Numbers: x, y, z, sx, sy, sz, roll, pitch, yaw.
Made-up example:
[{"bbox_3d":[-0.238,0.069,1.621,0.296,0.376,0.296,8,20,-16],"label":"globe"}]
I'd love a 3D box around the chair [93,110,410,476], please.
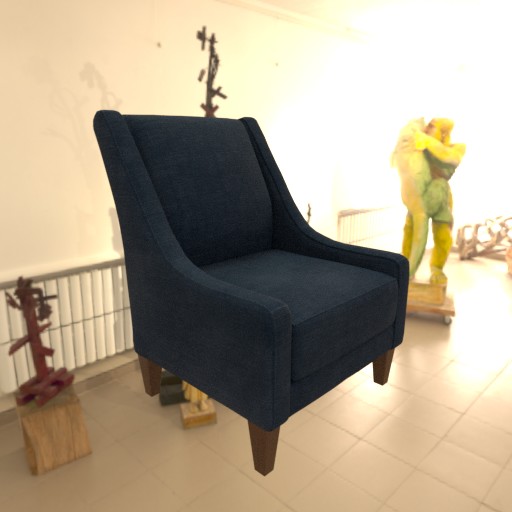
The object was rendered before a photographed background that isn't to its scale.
[{"bbox_3d":[0.000,0.000,1.612,0.870,1.014,0.774,14,20,42],"label":"chair"}]
